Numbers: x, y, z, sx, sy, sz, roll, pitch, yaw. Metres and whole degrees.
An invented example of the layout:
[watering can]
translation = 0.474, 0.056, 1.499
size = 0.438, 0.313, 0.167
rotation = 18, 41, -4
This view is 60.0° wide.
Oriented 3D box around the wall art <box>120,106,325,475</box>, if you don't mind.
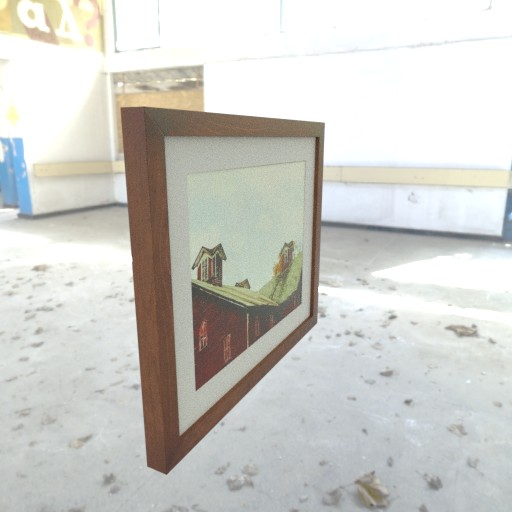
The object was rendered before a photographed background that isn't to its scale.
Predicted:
[wall art]
translation = 0.000, 0.000, 0.765
size = 0.033, 0.457, 0.558
rotation = 8, 17, 27
